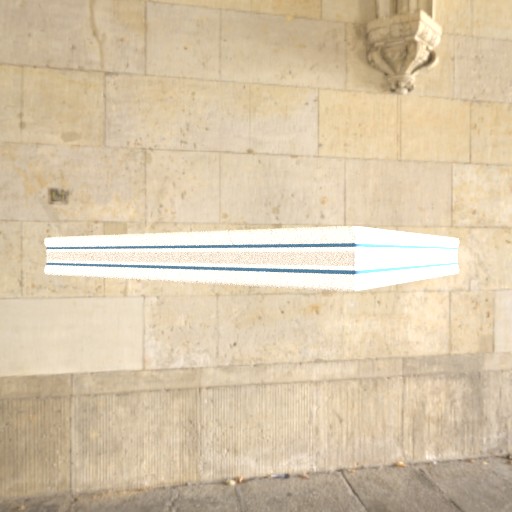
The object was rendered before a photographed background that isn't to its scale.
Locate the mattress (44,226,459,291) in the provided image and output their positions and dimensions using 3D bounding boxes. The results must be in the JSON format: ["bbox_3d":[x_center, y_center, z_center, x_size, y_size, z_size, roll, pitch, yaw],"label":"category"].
[{"bbox_3d":[0.000,0.000,2.730,2.000,0.230,1.600,0,1,36],"label":"mattress"}]
